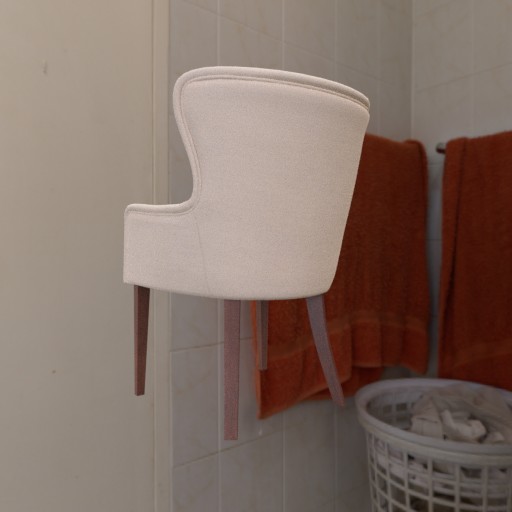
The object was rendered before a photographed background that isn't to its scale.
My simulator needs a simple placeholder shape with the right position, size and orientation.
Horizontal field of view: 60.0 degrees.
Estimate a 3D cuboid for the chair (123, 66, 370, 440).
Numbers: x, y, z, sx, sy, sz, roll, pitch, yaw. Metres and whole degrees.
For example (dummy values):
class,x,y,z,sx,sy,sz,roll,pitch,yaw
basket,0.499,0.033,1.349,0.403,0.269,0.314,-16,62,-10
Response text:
class,x,y,z,sx,sy,sz,roll,pitch,yaw
chair,0.000,0.000,1.482,0.696,0.990,0.744,-1,1,-37
